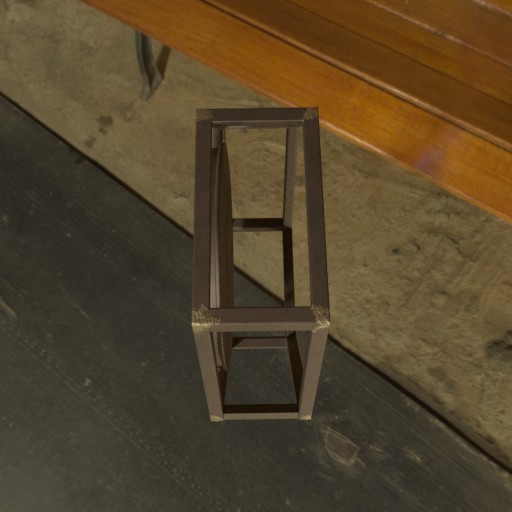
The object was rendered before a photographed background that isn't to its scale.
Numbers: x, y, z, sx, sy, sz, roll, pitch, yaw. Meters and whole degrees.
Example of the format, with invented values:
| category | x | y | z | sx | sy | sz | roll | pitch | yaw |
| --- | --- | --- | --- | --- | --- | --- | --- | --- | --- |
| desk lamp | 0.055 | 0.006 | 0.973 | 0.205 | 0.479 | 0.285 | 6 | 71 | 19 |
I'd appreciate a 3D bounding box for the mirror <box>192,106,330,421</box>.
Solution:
| category | x | y | z | sx | sy | sz | roll | pitch | yaw |
| --- | --- | --- | --- | --- | --- | --- | --- | --- | --- |
| mirror | 0.000 | 0.000 | 0.544 | 0.119 | 0.334 | 0.380 | -1 | 76 | 0 |
